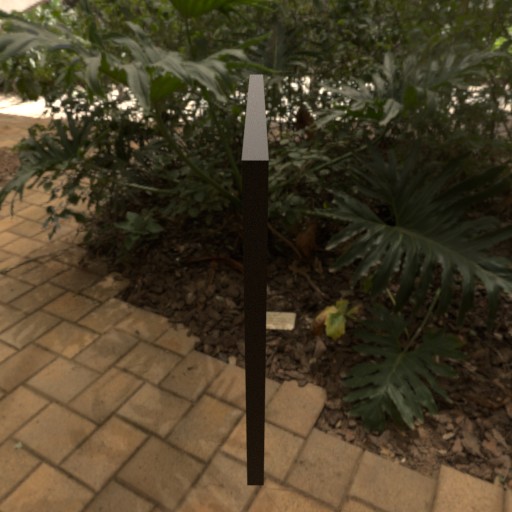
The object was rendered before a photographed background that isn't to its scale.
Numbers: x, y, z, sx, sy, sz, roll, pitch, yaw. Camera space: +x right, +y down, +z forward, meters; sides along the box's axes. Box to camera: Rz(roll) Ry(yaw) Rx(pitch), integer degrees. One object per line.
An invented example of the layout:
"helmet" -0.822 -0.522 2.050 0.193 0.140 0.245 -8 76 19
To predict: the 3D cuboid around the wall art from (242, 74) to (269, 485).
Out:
"wall art" 0.000 0.000 1.141 0.038 0.762 0.762 0 31 0
